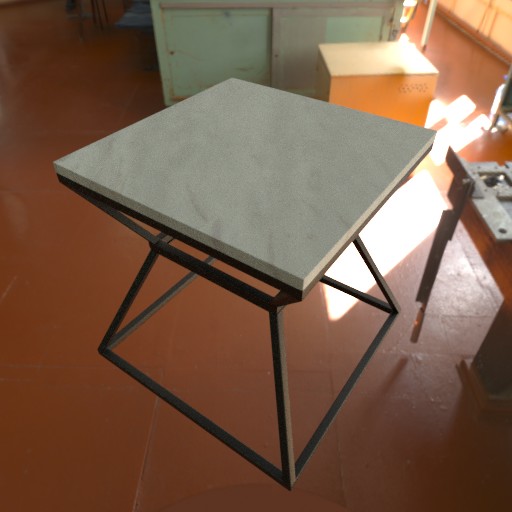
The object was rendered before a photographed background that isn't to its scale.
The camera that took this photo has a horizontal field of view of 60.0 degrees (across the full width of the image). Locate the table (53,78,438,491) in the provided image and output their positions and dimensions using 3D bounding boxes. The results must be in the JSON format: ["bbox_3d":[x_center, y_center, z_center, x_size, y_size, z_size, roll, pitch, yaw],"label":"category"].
[{"bbox_3d":[0.000,0.000,0.793,0.455,0.431,0.455,25,47,26],"label":"table"}]
